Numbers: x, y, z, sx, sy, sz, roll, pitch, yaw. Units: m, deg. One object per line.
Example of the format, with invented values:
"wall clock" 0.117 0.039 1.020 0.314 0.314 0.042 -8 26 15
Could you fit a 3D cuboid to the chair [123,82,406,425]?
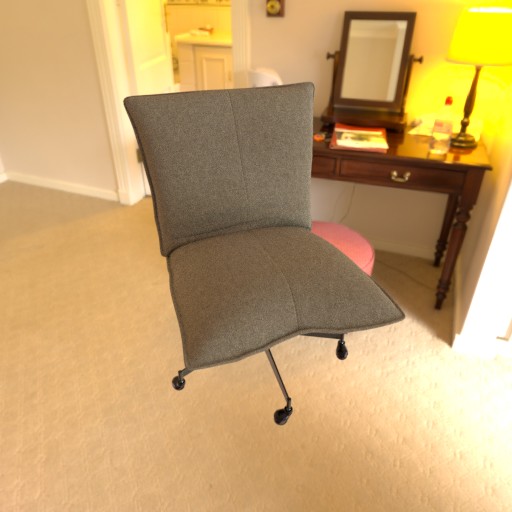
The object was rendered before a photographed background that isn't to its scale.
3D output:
"chair" 0.000 0.000 1.287 0.597 0.811 0.696 -9 33 -15
